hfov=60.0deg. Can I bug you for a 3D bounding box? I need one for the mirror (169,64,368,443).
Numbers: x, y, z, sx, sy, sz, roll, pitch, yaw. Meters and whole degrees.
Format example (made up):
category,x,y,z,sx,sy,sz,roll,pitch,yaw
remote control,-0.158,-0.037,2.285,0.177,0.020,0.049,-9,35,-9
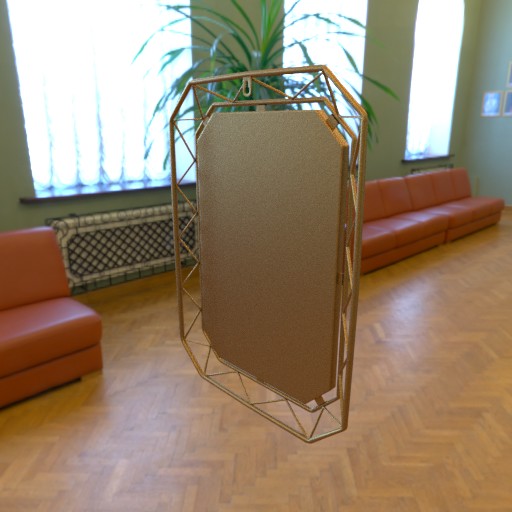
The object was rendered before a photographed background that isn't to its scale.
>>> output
category,x,y,z,sx,sy,sz,roll,pitch,yaw
mirror,0.000,0.000,0.734,0.042,0.566,0.417,-16,22,-42
